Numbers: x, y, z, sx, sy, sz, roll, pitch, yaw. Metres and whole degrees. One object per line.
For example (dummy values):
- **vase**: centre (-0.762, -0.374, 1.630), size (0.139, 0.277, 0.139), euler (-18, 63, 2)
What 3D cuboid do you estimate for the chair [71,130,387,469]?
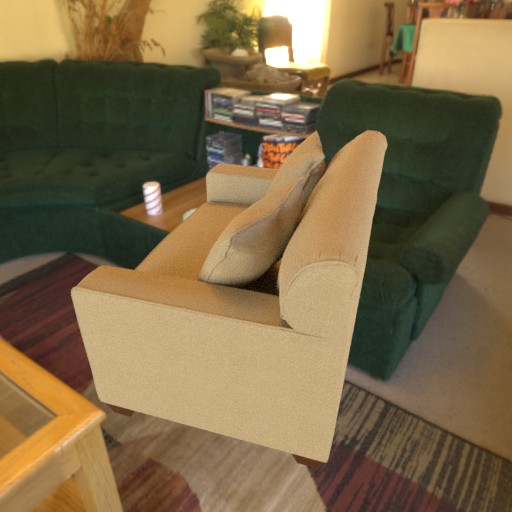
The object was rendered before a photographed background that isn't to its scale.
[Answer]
- **chair**: centre (0.000, 0.000, 2.049), size (1.000, 0.948, 1.383), euler (9, 32, 15)
